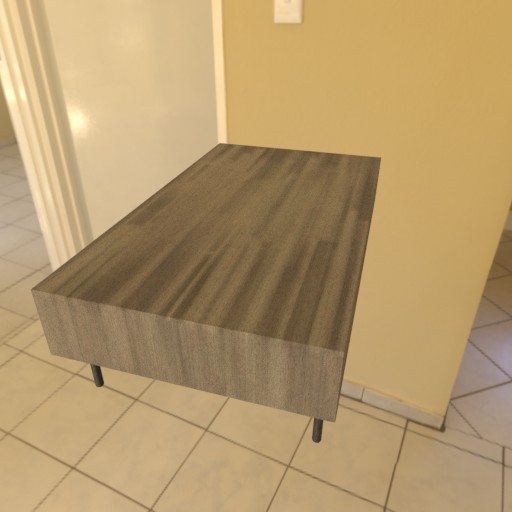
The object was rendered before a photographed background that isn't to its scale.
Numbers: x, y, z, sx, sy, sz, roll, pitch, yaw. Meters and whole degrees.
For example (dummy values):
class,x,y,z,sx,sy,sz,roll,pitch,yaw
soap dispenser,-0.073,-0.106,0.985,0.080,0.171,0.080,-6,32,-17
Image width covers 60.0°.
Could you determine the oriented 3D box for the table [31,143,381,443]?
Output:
class,x,y,z,sx,sy,sz,roll,pitch,yaw
table,0.000,0.000,1.365,0.643,0.347,1.088,9,32,14
